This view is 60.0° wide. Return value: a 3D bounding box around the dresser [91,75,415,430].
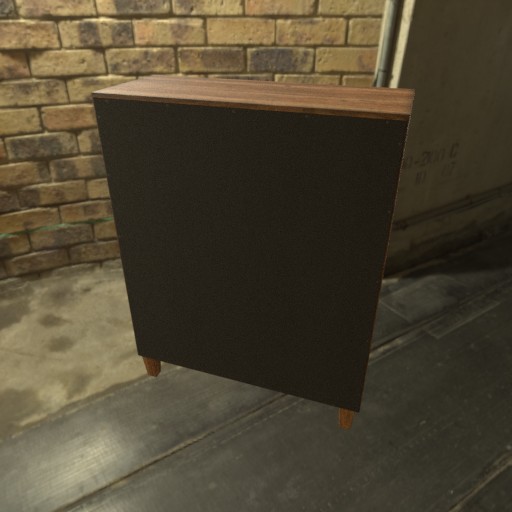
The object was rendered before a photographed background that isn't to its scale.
[{"bbox_3d":[0.000,0.000,1.915,1.067,1.359,0.438,10,32,16],"label":"dresser"}]
